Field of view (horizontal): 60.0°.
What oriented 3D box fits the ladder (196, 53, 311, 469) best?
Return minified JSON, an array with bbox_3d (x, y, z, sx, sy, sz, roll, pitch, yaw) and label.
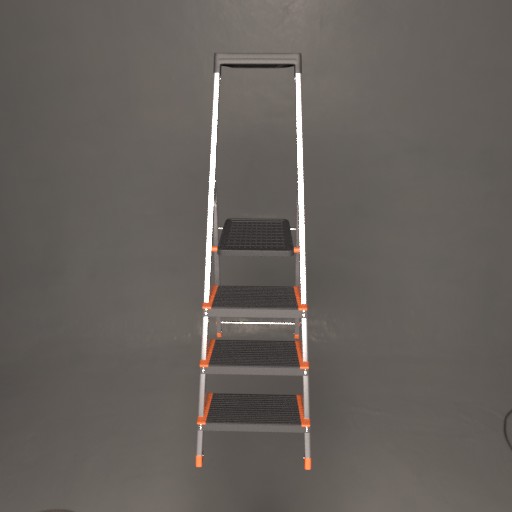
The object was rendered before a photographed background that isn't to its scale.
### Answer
[{"bbox_3d":[0.000,0.000,1.748,0.452,1.429,0.834,1,29,1],"label":"ladder"}]
